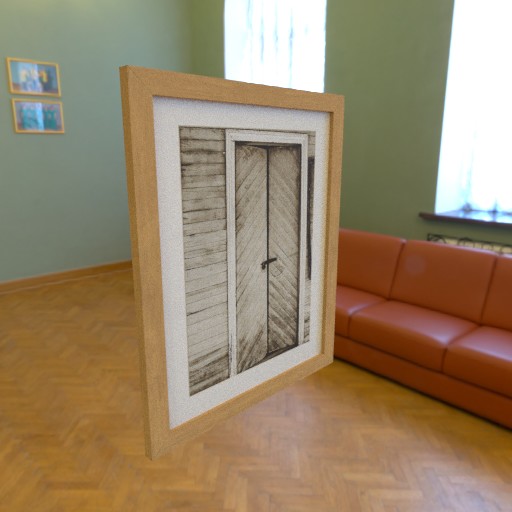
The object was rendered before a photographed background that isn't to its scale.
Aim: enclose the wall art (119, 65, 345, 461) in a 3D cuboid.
[{"bbox_3d":[0.000,0.000,0.770,0.460,0.561,0.020,-13,19,-43],"label":"wall art"}]
